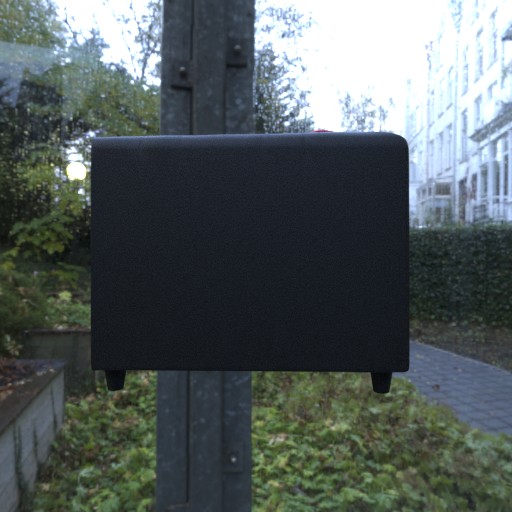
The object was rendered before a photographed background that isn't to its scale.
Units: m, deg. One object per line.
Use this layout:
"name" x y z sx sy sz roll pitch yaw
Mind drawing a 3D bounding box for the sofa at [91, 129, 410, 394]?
"sofa" 0.000 0.000 1.845 0.845 0.735 1.410 0 0 2
